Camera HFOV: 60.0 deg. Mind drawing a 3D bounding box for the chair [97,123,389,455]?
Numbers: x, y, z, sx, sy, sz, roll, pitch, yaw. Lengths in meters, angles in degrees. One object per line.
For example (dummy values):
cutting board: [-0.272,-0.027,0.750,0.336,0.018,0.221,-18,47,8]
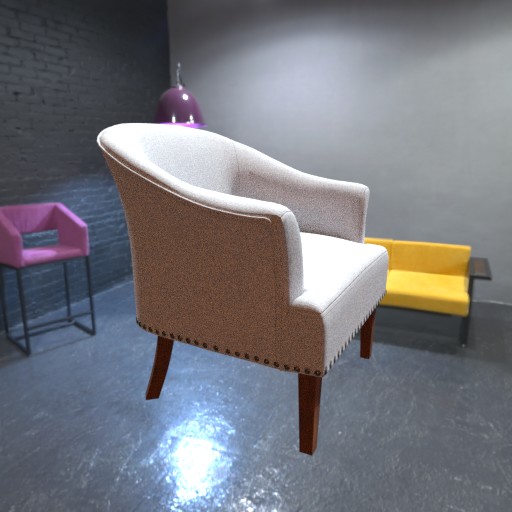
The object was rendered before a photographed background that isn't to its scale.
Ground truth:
chair: [0.000,0.000,1.405,0.704,0.815,0.798,7,15,27]
